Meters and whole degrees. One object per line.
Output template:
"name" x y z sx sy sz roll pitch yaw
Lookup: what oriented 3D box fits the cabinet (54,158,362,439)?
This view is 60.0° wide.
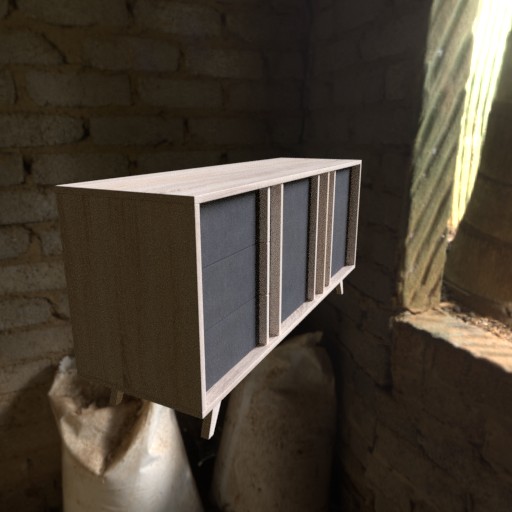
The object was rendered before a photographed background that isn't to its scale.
"cabinet" 0.000 0.000 2.015 0.500 0.780 1.650 8 17 26
